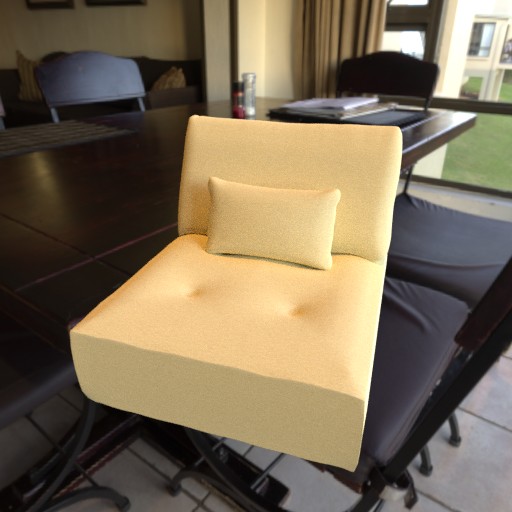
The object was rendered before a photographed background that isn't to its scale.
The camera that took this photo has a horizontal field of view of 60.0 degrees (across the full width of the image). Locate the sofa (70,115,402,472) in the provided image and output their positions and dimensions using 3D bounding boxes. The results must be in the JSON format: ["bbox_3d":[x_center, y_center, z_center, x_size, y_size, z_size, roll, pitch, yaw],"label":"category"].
[{"bbox_3d":[0.000,0.000,1.634,0.930,0.820,1.000,8,28,16],"label":"sofa"}]
